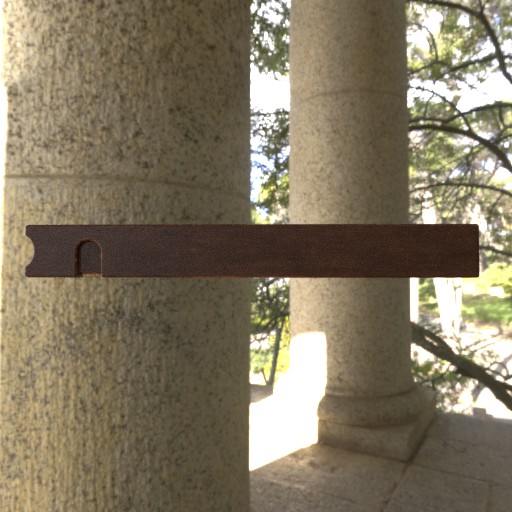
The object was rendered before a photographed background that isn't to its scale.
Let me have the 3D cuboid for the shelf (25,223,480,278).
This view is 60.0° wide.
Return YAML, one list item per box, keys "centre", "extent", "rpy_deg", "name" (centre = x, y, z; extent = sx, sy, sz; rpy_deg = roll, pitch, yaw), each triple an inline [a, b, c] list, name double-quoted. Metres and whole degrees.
- centre: [0.000, 0.000, 0.435]
  extent: [0.296, 0.035, 0.296]
  rpy_deg: [0, -1, 1]
  name: "shelf"
